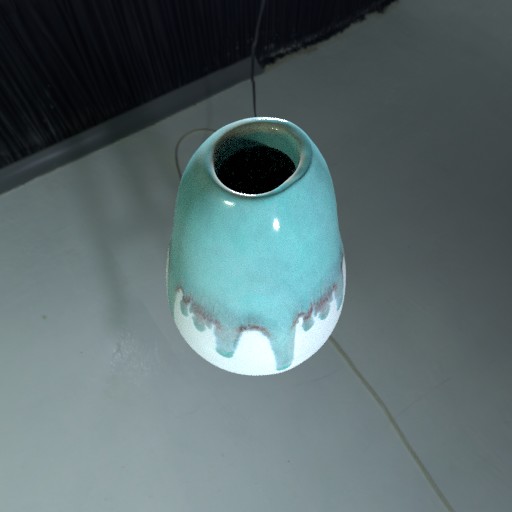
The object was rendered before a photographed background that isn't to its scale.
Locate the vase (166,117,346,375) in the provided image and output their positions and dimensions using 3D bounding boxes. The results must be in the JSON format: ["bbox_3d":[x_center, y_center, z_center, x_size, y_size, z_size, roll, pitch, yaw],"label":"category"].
[{"bbox_3d":[0.000,0.000,0.258,0.116,0.179,0.116,0,63,0],"label":"vase"}]
